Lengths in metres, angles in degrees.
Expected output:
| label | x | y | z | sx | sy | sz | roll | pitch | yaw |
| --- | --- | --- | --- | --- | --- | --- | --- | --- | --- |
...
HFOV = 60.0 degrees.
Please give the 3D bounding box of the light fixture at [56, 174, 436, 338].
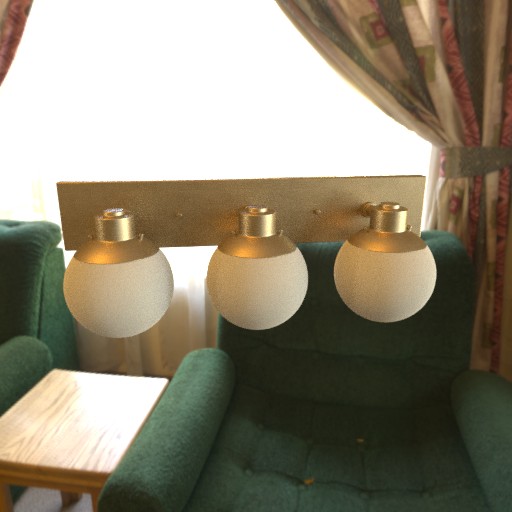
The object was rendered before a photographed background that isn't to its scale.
| label | x | y | z | sx | sy | sz | roll | pitch | yaw |
| --- | --- | --- | --- | --- | --- | --- | --- | --- | --- |
| light fixture | 0.000 | 0.000 | 0.820 | 0.721 | 0.263 | 0.218 | -2 | 17 | -7 |
